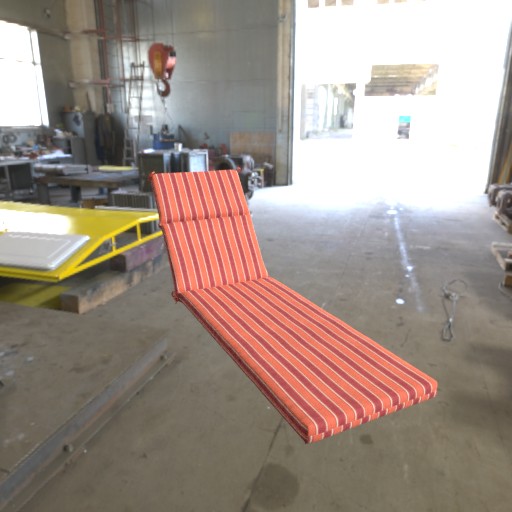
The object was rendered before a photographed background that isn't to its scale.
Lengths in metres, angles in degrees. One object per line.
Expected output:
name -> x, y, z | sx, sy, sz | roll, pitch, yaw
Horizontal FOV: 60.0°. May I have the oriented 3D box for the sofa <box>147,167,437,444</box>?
sofa -> 0.000, 0.000, 1.977 | 0.582, 0.622, 1.663 | -8, 19, -26
